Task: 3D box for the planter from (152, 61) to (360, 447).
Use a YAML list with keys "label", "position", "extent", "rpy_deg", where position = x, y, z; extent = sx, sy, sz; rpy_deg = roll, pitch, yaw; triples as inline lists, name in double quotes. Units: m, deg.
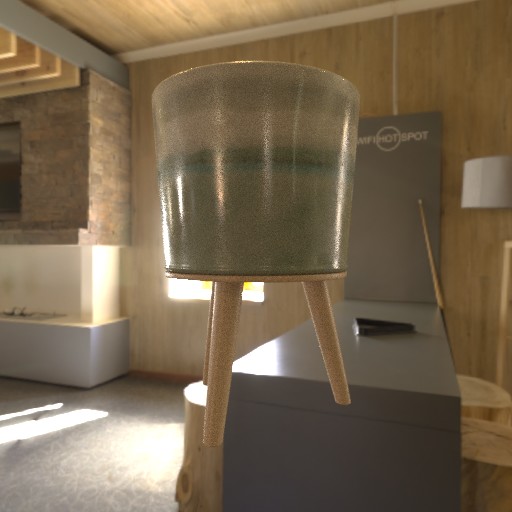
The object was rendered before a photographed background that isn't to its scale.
- label: "planter"
  position: [0.000, 0.000, 0.583]
  extent: [0.265, 0.404, 0.265]
  rpy_deg: [1, 2, 36]
